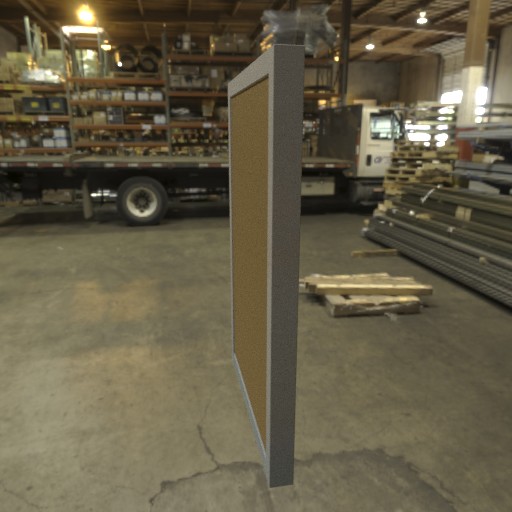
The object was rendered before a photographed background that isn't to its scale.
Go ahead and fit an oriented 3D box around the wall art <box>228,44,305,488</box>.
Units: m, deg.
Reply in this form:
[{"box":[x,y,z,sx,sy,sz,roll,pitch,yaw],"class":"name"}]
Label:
[{"box":[0.000,0.000,0.781,0.038,0.611,0.408,-3,16,-10],"class":"wall art"}]
